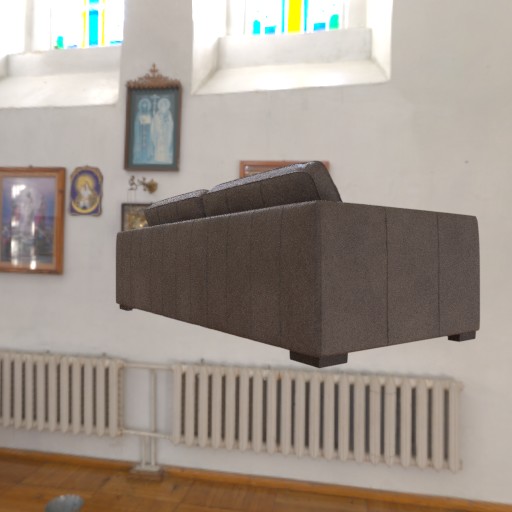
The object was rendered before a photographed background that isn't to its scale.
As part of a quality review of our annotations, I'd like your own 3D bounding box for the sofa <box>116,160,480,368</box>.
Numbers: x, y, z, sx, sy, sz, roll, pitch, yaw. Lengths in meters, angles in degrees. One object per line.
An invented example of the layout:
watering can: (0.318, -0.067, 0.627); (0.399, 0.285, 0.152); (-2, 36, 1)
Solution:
sofa: (0.000, 0.000, 2.725); (1.070, 0.801, 2.262); (0, 0, -35)
